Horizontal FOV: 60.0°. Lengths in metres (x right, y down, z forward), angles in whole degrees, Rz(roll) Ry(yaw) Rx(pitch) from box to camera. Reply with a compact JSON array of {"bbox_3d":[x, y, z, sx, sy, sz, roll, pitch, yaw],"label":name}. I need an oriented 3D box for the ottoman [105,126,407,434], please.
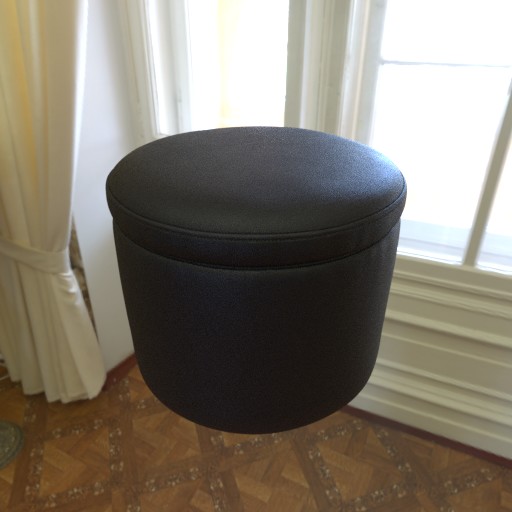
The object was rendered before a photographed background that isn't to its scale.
[{"bbox_3d":[0.000,0.000,0.845,0.501,0.409,0.501,0,30,0],"label":"ottoman"}]
